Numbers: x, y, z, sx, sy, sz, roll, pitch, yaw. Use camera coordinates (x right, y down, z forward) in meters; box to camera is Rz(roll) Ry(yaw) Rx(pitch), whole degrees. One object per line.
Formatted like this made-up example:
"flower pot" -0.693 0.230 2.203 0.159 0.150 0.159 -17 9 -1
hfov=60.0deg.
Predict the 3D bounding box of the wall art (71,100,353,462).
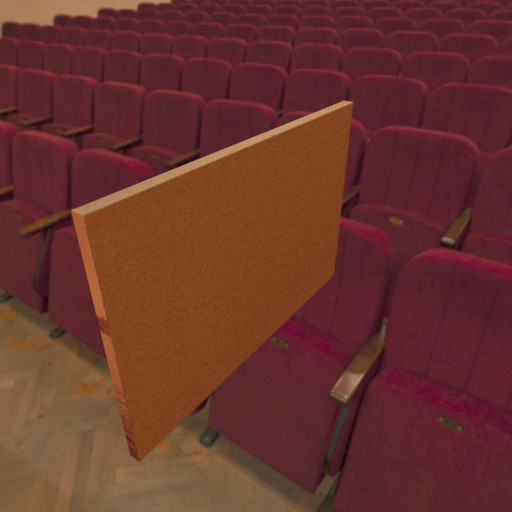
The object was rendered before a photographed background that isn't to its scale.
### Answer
"wall art" 0.000 0.000 0.769 0.021 0.410 0.615 21 37 30
